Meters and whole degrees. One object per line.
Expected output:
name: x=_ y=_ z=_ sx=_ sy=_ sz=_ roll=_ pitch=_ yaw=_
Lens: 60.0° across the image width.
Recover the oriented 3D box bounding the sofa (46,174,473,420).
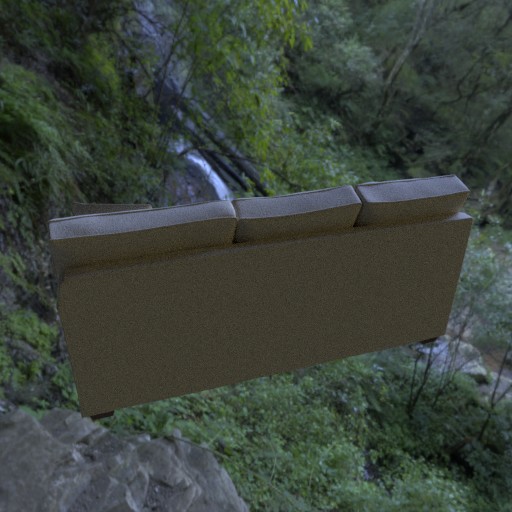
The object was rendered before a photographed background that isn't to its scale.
sofa: x=0.000 y=0.000 z=2.469 sx=1.963 sy=0.946 sz=1.034 roll=-8 pitch=28 yaw=-16
